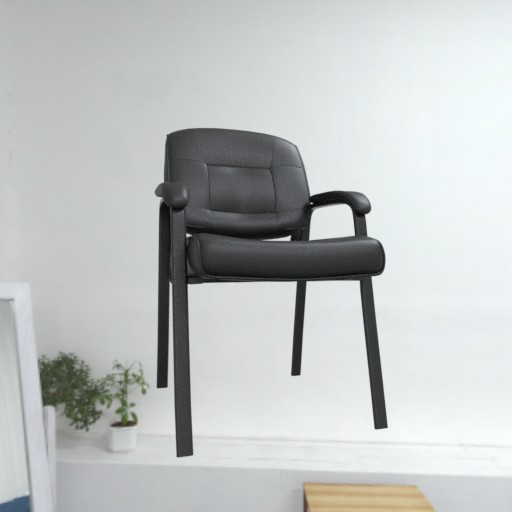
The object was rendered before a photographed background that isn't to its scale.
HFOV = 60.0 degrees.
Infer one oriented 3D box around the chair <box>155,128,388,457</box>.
[{"bbox_3d":[0.000,0.000,1.336,0.591,0.910,0.668,0,0,-18],"label":"chair"}]
